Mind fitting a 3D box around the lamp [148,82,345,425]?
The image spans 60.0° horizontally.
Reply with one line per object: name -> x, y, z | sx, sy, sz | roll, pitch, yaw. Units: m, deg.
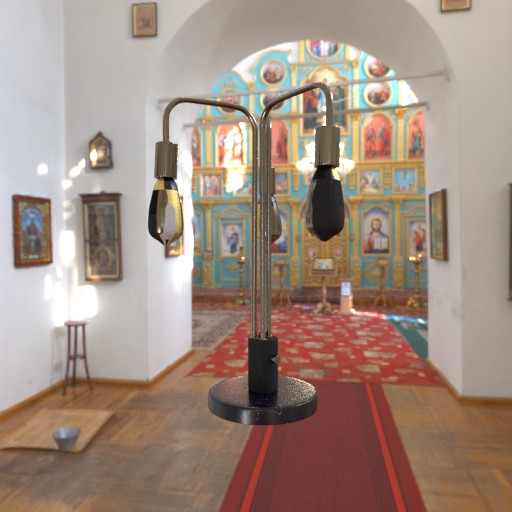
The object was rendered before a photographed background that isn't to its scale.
lamp -> 0.000, 0.000, 0.804 | 0.355, 0.560, 0.368 | 0, 1, -36
